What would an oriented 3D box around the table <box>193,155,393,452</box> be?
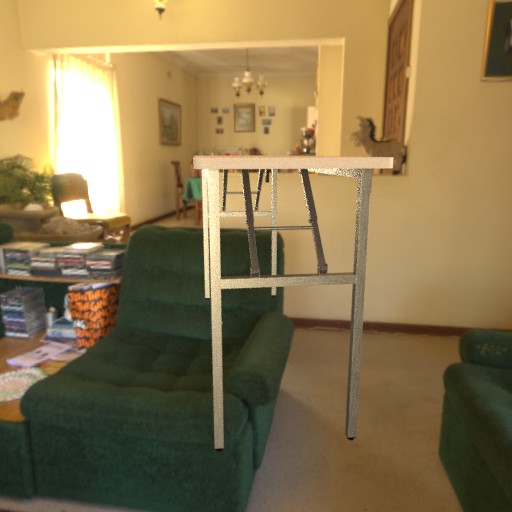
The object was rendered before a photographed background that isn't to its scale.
[{"bbox_3d":[0.000,0.000,1.705,0.446,0.750,1.397,-2,13,-7],"label":"table"}]
